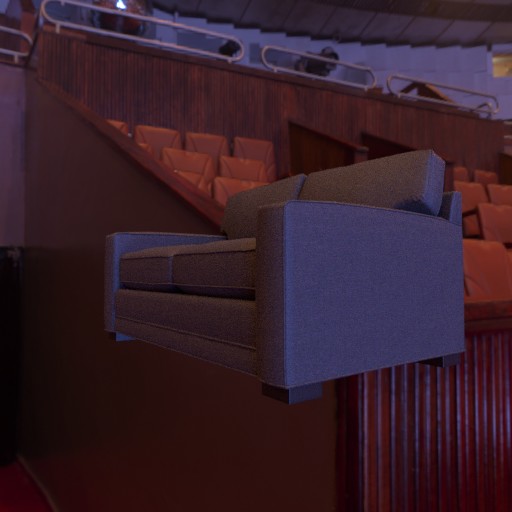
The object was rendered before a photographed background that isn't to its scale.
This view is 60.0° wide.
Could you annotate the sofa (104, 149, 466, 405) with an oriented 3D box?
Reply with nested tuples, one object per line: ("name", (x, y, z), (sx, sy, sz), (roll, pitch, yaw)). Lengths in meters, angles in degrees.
("sofa", (0.000, 0.000, 2.119), (0.974, 0.887, 1.534), (1, -2, -37))
